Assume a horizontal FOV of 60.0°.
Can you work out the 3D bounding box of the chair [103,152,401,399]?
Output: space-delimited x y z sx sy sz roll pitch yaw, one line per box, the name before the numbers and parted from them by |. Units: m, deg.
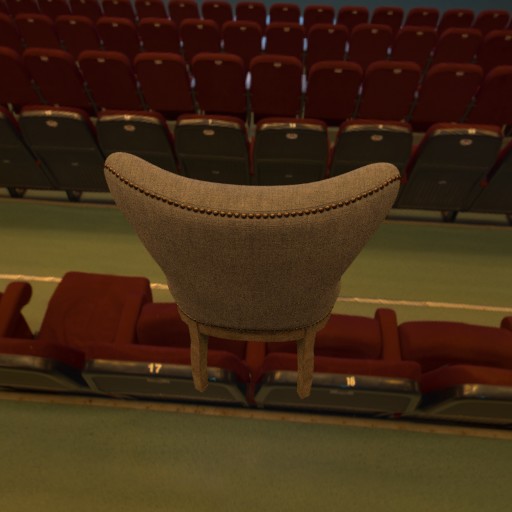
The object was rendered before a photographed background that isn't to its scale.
chair | 0.000 0.000 1.436 0.654 1.002 0.681 3 47 3
